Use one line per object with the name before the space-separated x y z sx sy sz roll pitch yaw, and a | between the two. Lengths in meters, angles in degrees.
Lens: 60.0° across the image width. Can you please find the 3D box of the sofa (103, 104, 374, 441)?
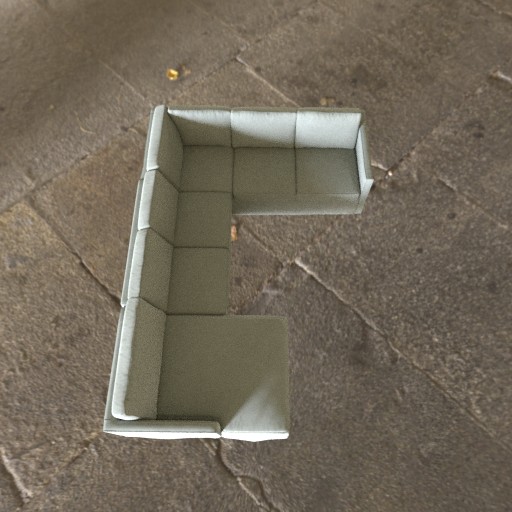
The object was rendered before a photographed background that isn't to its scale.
sofa | 0.000 0.000 4.484 2.440 0.869 3.434 1 65 0
